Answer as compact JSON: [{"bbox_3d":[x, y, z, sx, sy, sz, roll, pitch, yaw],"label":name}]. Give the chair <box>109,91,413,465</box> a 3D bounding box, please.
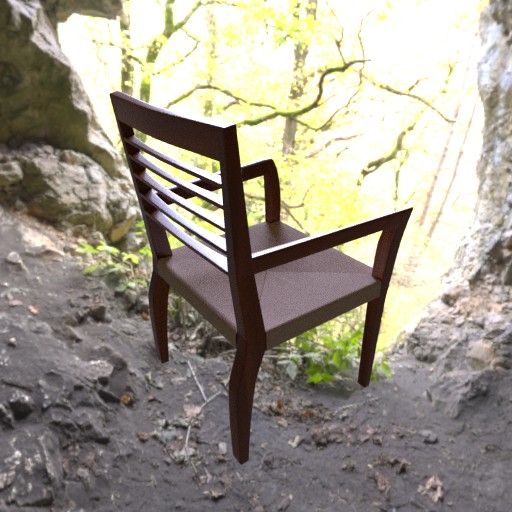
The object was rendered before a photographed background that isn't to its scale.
[{"bbox_3d":[0.000,0.000,1.245,0.540,0.855,0.587,-18,32,-31],"label":"chair"}]
